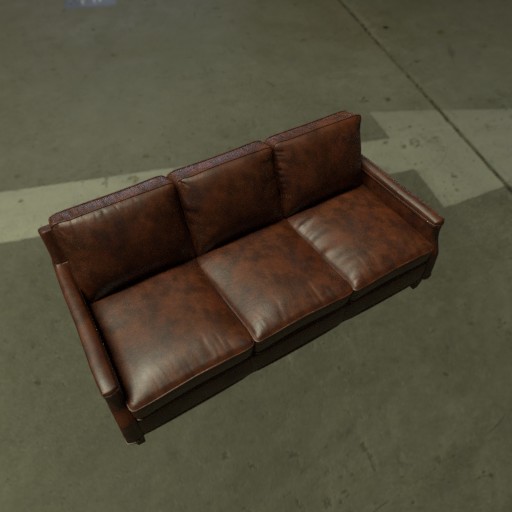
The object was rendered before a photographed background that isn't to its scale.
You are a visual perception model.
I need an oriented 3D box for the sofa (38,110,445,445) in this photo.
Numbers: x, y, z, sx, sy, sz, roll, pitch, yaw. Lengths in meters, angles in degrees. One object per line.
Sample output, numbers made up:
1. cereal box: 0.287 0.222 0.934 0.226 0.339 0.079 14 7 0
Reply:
1. sofa: 0.000 0.000 2.754 2.240 1.003 1.084 -25 54 -20
